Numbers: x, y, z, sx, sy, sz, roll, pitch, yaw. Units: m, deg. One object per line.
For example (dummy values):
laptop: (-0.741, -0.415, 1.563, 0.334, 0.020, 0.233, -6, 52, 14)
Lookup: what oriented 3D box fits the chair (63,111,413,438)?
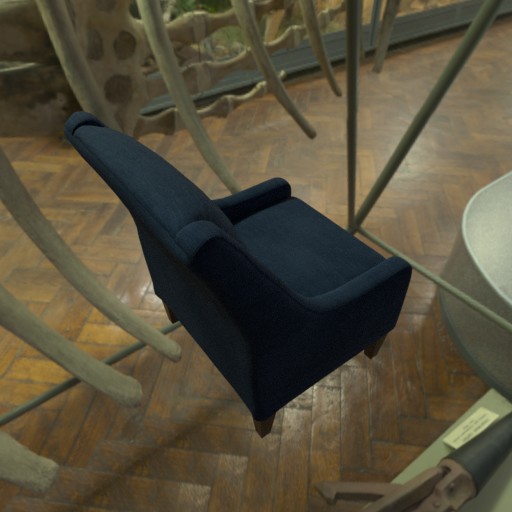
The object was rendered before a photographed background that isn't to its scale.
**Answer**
chair: (0.000, 0.000, 1.579, 0.870, 1.014, 0.774, -26, 48, -27)
